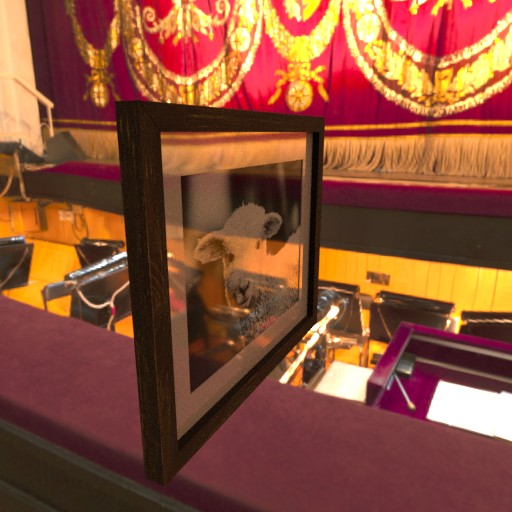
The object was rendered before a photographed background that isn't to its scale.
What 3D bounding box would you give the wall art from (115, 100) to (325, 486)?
[{"bbox_3d":[0.000,0.000,0.739,0.032,0.457,0.558,8,17,26],"label":"wall art"}]
